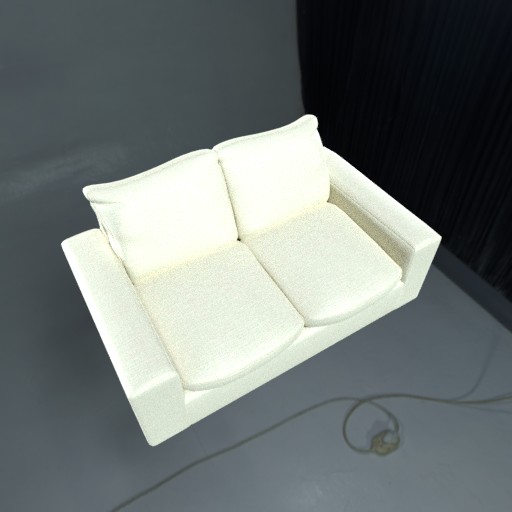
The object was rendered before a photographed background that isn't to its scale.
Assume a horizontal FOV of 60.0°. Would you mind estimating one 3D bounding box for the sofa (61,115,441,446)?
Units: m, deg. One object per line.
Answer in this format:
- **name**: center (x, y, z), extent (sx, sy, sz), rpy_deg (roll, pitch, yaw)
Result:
- **sofa**: center (0.000, 0.000, 2.397), extent (1.754, 0.875, 1.091), rpy_deg (-24, 51, -21)
